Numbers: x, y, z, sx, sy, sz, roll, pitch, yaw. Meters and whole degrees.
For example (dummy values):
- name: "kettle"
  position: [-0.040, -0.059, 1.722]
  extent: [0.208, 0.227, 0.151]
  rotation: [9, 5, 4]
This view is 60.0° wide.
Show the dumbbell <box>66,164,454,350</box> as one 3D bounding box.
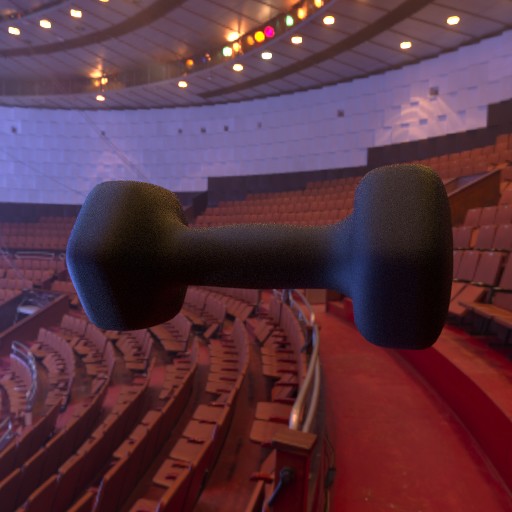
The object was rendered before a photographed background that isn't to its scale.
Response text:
- name: "dumbbell"
  position: [0.000, 0.000, 0.286]
  extent: [0.231, 0.101, 0.112]
  rotation: [0, 1, 19]
